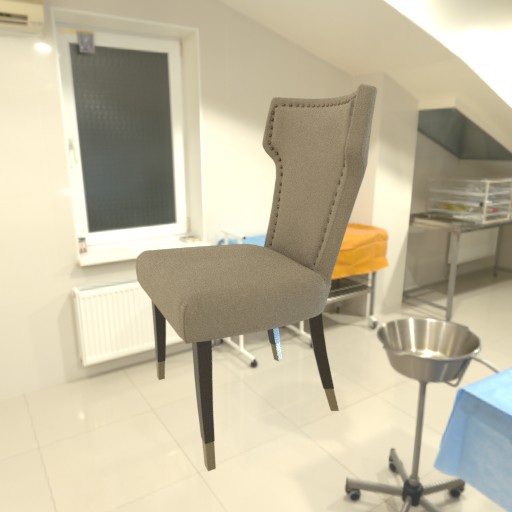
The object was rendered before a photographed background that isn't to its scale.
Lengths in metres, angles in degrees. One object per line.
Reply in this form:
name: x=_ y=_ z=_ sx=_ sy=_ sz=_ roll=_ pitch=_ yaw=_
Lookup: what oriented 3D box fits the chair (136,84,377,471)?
chair: x=0.000 y=0.000 z=1.343 sx=0.630 sy=0.955 sz=0.526 roll=-7 pitch=17 yaw=-25
